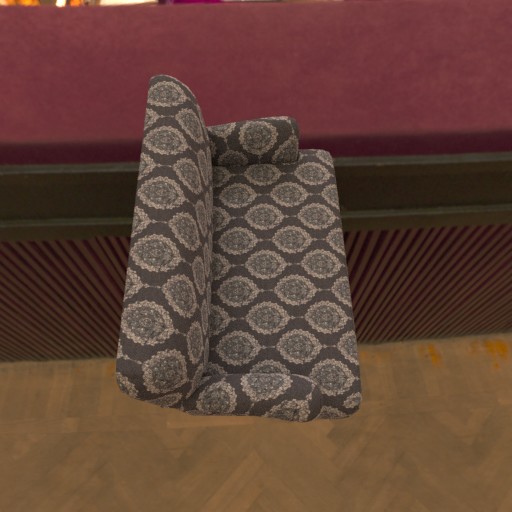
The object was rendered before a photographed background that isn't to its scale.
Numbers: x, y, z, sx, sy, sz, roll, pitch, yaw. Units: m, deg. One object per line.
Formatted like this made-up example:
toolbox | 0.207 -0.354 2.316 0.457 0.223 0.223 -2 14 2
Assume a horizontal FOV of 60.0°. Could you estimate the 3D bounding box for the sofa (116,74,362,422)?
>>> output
sofa | 0.000 0.000 1.802 0.779 0.867 1.297 -1 63 -1
